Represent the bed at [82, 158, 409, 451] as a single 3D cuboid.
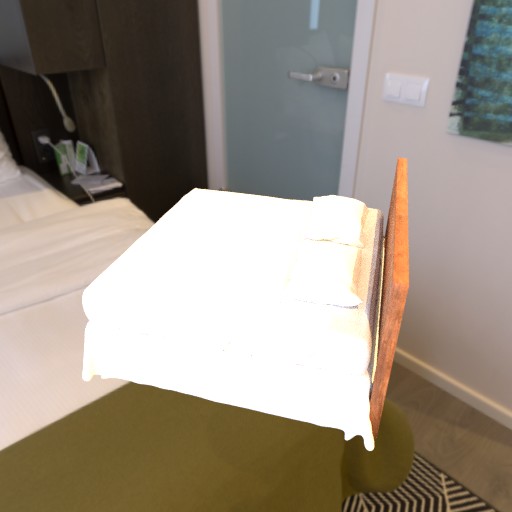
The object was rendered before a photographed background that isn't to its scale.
[{"bbox_3d":[0.000,0.000,3.535,2.165,1.158,2.255,8,32,14],"label":"bed"}]
